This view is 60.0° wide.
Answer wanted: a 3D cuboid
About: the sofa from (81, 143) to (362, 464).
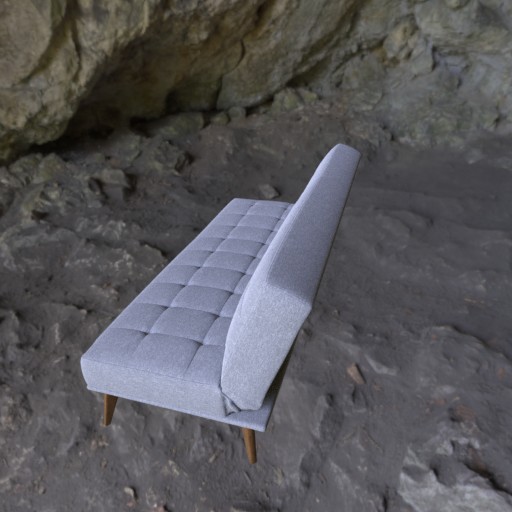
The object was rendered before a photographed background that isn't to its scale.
[{"bbox_3d":[0.000,0.000,2.278,0.860,0.810,1.800,8,29,15],"label":"sofa"}]
